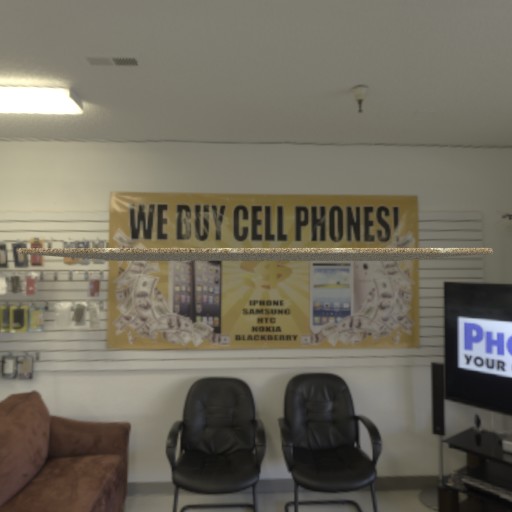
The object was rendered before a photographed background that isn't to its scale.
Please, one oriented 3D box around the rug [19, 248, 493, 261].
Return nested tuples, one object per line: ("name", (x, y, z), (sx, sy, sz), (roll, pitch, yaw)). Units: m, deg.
("rug", (0.000, 0.000, 3.022), (2.438, 0.030, 1.524), (0, -2, 0))
